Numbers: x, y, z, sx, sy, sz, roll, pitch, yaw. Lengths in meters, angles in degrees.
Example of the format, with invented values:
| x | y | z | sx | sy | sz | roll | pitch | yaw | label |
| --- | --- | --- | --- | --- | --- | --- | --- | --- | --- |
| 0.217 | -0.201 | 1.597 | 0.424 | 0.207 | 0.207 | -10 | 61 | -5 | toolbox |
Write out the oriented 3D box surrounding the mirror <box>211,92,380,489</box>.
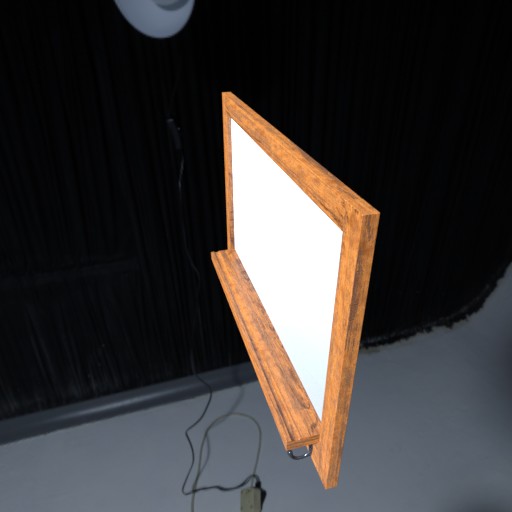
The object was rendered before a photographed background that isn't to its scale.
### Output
| x | y | z | sx | sy | sz | roll | pitch | yaw | label |
| --- | --- | --- | --- | --- | --- | --- | --- | --- | --- |
| 0.000 | 0.000 | 0.956 | 0.084 | 0.537 | 0.758 | -8 | 32 | -14 | mirror |
